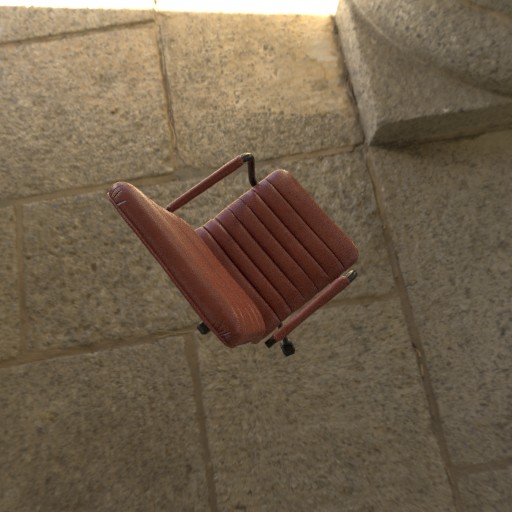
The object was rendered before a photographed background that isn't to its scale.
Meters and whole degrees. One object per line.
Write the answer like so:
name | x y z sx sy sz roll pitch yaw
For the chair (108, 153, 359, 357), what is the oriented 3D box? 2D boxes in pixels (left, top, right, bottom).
chair | 0.000 0.000 1.350 0.580 0.979 0.608 -38 78 -9
